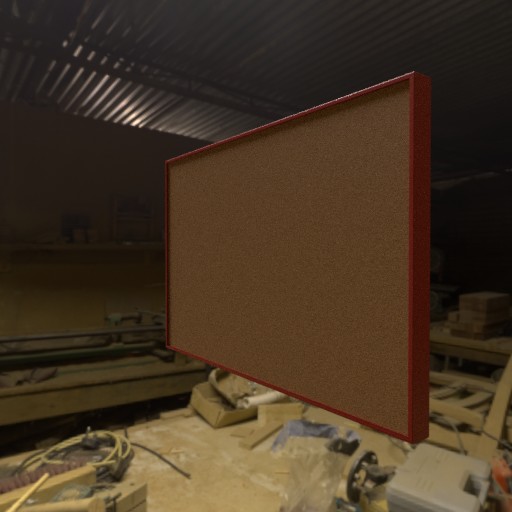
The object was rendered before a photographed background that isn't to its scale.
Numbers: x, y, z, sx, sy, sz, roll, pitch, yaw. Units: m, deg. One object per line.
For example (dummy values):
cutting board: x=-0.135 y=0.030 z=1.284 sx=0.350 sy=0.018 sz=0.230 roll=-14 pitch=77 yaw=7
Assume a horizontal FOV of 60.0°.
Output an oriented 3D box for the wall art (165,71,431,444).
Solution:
wall art: x=0.000 y=0.000 z=0.731 sx=0.033 sy=0.405 sz=0.607 roll=-1 pitch=1 yaw=-37
